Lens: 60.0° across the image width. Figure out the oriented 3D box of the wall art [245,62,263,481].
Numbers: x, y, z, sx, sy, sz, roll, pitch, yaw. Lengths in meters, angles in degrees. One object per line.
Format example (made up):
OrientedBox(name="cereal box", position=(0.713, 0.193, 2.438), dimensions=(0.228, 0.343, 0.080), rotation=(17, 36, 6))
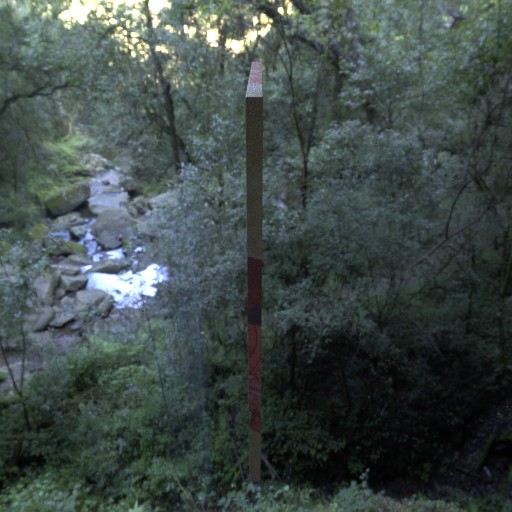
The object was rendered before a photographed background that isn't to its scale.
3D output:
OrientedBox(name="wall art", position=(0.000, 0.000, 1.331), dimensions=(0.031, 1.015, 0.762), rotation=(0, 28, 0))
